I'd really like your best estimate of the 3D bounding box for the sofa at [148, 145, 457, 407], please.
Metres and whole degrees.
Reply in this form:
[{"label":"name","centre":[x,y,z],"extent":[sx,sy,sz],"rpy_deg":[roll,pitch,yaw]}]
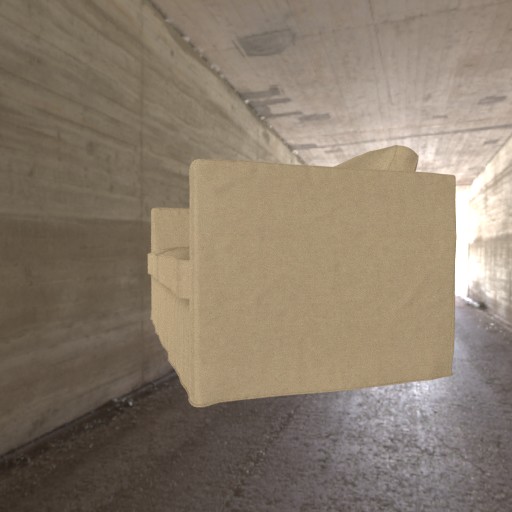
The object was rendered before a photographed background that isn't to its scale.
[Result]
[{"label":"sofa","centre":[0.000,0.000,2.203],"extent":[0.962,0.835,1.719],"rpy_deg":[0,1,-17]}]
